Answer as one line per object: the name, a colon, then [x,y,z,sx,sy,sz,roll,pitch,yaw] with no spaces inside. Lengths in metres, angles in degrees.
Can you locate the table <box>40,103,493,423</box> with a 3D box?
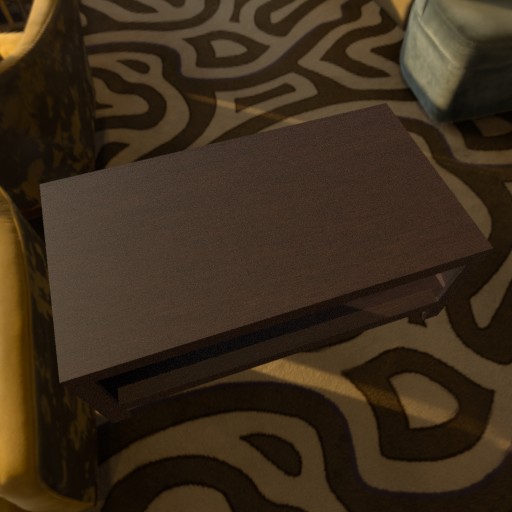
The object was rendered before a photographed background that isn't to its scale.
table: [0.000,0.000,1.385,1.099,0.424,0.597,-16,59,-10]
